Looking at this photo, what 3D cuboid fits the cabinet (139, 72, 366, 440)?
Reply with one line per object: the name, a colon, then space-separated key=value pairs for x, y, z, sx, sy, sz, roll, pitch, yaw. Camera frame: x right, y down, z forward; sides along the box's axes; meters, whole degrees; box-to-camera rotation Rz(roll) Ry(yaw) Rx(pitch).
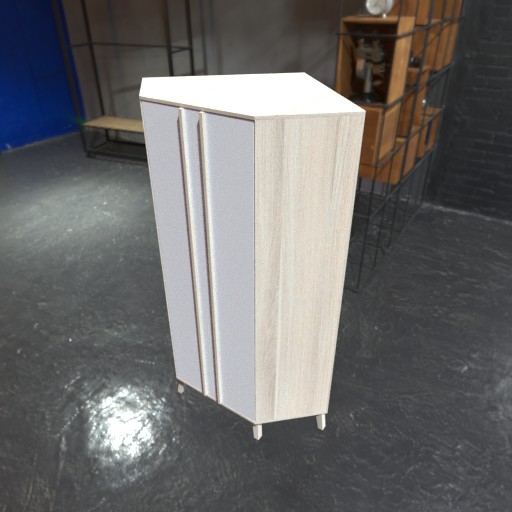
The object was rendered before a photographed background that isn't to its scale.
cabinet: x=0.000 y=0.000 z=2.694 sx=1.272 sy=1.957 sz=0.969 roll=20 pitch=37 yaw=29
